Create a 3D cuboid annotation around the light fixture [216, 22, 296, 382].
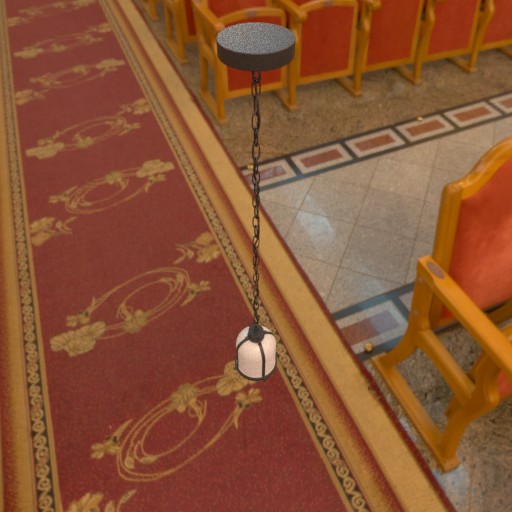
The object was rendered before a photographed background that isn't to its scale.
[{"bbox_3d":[0.000,0.000,1.245,0.178,1.181,0.178,-17,49,-15],"label":"light fixture"}]
